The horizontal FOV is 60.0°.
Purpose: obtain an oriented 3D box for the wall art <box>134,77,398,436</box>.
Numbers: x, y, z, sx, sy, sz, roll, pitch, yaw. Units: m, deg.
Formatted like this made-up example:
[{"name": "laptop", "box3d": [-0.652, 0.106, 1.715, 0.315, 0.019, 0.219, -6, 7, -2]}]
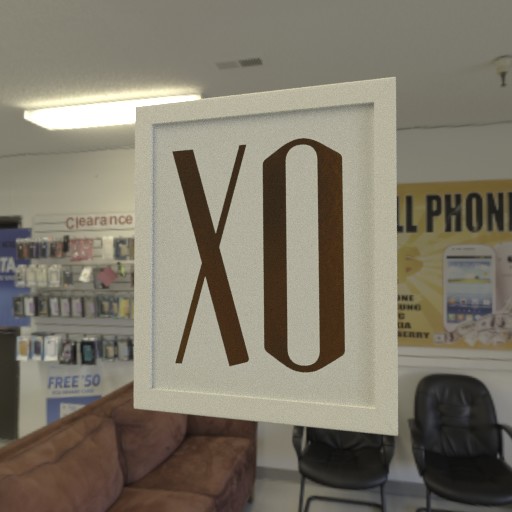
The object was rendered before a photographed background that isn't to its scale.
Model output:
[{"name": "wall art", "box3d": [0.000, 0.000, 0.733, 0.444, 0.536, 0.020, 0, -1, 16]}]
